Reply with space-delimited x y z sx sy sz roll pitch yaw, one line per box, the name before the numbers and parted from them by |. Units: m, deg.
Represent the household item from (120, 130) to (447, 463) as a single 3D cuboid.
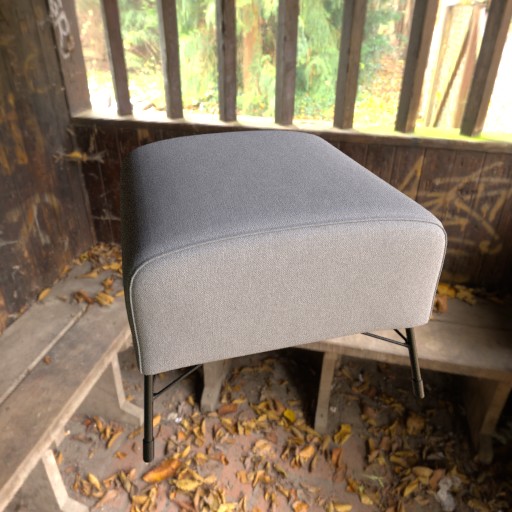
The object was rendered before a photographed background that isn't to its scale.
household item | 0.000 0.000 0.905 0.530 0.410 0.530 -8 31 -13
